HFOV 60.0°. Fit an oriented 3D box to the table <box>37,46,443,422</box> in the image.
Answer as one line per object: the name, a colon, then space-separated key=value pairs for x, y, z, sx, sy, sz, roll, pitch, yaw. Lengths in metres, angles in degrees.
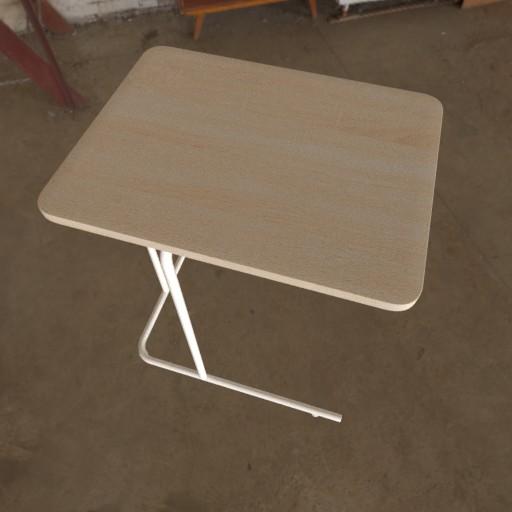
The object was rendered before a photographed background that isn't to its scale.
table: x=0.000 y=0.000 z=0.840 sx=0.480 sy=0.550 sz=0.370 roll=14 pitch=59 yaw=9
